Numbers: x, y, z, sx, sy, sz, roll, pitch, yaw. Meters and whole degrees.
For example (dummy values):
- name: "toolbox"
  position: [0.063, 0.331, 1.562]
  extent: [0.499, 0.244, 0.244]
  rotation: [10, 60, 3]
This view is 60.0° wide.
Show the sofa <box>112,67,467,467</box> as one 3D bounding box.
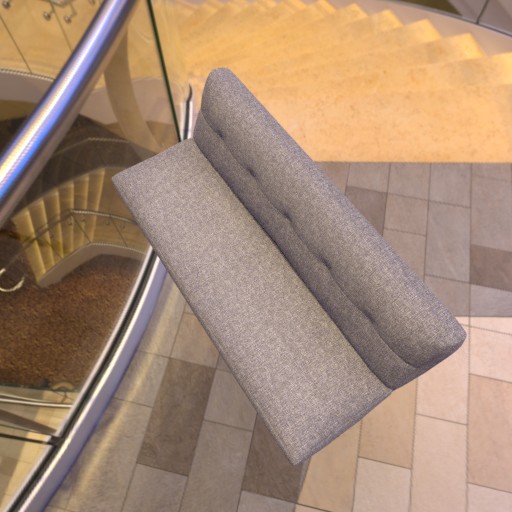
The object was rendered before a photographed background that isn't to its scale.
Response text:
- name: "sofa"
  position: [0.000, 0.000, 2.262]
  extent: [0.820, 0.770, 1.820]
  rotation: [-31, 67, -14]
